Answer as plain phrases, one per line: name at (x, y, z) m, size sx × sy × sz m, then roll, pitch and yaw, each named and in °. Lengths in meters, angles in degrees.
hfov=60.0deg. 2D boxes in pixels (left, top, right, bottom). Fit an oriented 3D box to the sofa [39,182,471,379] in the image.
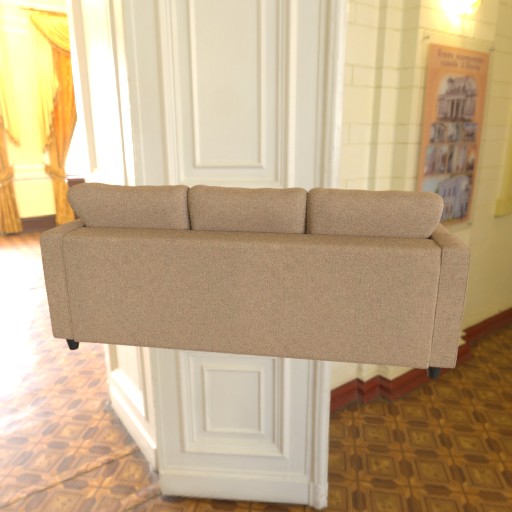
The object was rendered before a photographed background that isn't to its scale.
sofa at (0.000, 0.000, 2.352) m, size 1.855 × 0.800 × 0.930 m, roll 2°, pitch 16°, yaw 9°
